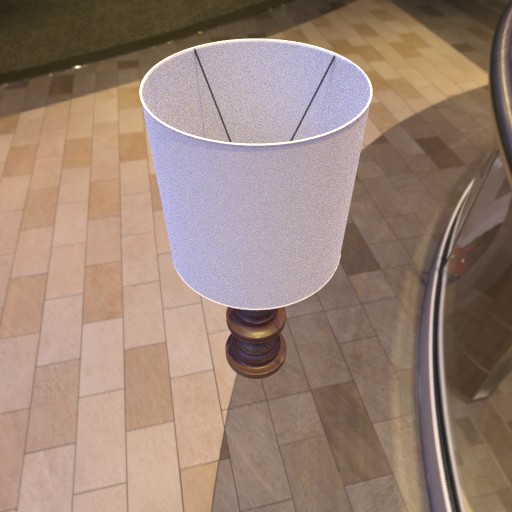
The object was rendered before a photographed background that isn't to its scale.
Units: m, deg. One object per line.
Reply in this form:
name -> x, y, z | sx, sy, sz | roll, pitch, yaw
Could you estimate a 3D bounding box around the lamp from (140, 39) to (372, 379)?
lamp -> 0.000, 0.000, 0.567 | 0.208, 0.455, 0.208 | 23, 51, 21
